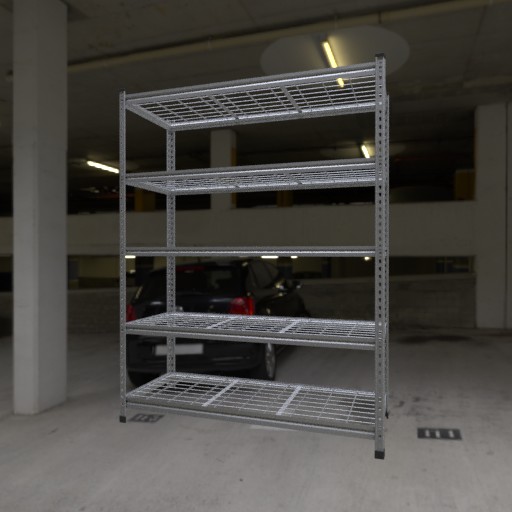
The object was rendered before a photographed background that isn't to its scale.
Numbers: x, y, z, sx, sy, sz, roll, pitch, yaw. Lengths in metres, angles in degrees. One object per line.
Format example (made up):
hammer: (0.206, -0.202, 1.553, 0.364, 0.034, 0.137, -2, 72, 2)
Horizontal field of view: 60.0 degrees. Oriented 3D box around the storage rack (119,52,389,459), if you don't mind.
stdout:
storage rack: (0.000, 0.000, 2.684, 1.524, 1.981, 0.610, 0, 0, 18)
